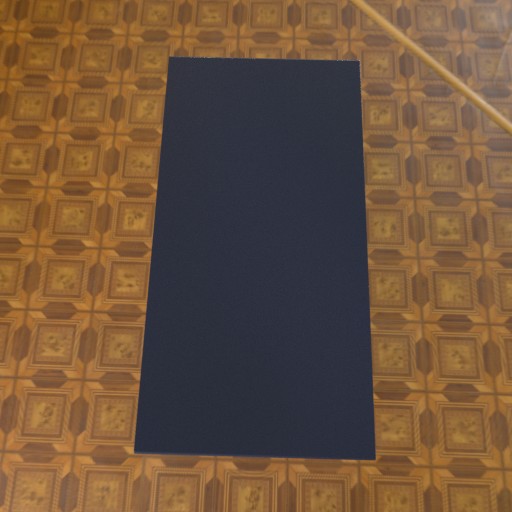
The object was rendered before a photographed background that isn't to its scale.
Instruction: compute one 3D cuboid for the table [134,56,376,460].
[{"bbox_3d":[0.000,0.000,1.362,0.572,0.457,1.067,1,75,0],"label":"table"}]
